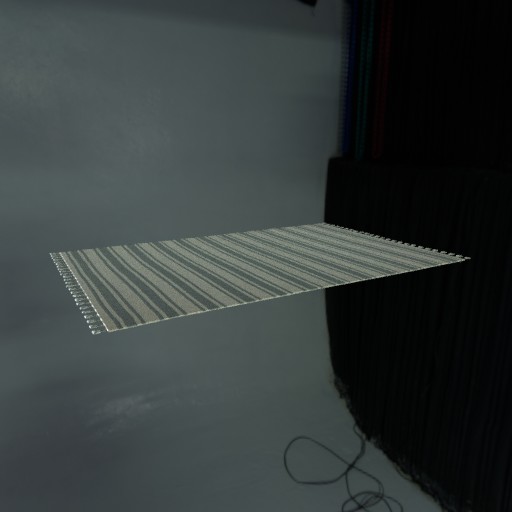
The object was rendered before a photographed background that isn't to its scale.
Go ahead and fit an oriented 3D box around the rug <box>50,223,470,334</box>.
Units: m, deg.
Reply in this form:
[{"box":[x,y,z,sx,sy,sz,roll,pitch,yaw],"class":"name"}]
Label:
[{"box":[0.000,0.000,3.002,2.410,0.011,1.539,-8,16,-29],"class":"rug"}]
